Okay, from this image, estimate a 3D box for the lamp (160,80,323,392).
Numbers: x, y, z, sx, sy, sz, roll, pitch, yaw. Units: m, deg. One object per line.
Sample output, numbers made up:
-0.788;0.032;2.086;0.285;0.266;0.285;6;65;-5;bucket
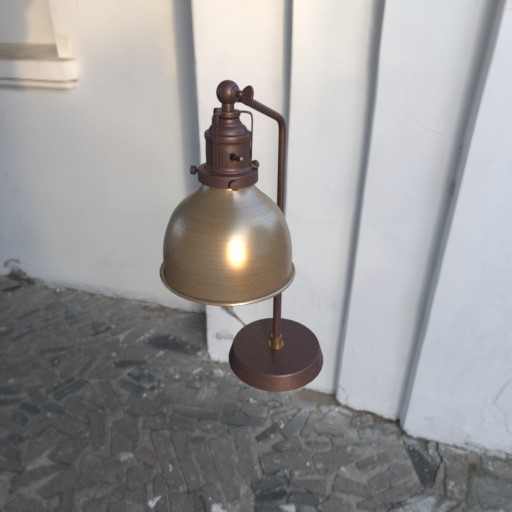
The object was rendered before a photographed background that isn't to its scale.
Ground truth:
0.000;0.000;0.611;0.175;0.469;0.298;19;35;30;lamp
